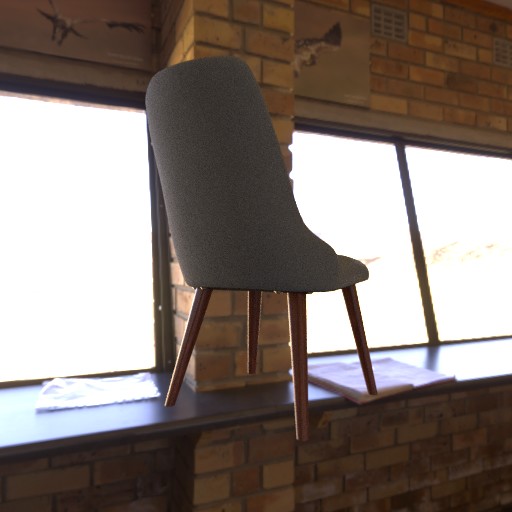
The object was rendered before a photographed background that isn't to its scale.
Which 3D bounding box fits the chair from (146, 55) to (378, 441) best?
[{"bbox_3d":[0.000,0.000,1.349,0.535,0.918,0.707,-1,-1,35],"label":"chair"}]
